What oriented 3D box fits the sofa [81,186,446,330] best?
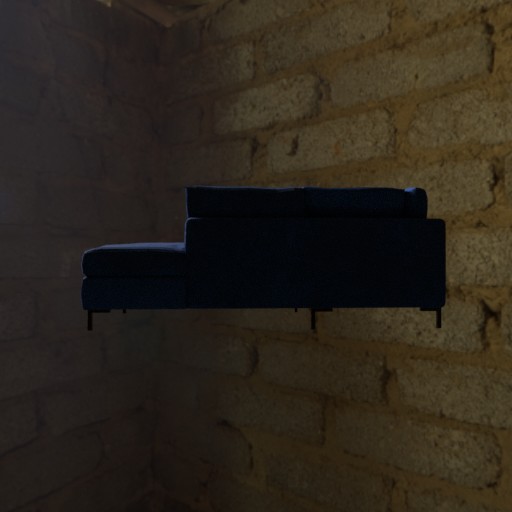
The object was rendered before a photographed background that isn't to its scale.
[{"bbox_3d":[0.000,0.000,3.262,1.707,0.687,2.486,0,0,-2],"label":"sofa"}]
